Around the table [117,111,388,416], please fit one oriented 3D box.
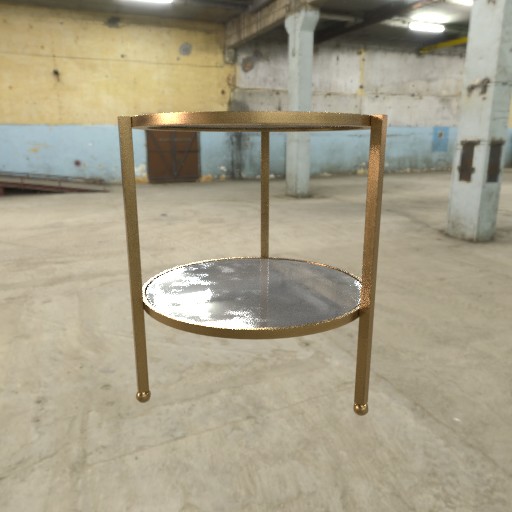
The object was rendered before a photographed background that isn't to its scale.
[{"bbox_3d":[0.000,0.000,0.459,0.231,0.269,0.243,1,14,6],"label":"table"}]
